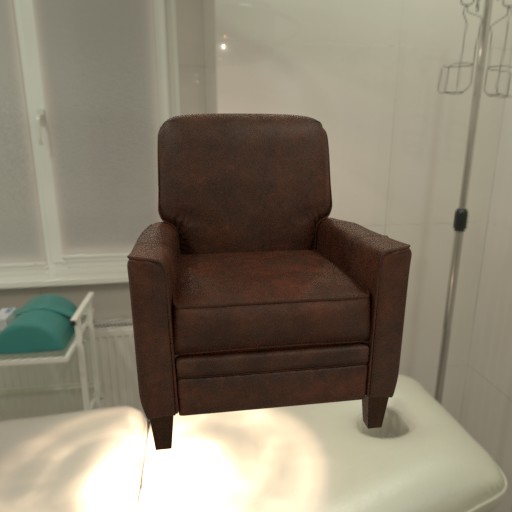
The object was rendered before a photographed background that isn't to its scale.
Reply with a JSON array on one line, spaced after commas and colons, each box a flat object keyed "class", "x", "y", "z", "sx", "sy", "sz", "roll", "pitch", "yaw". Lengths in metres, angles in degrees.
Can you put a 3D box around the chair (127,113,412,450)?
[{"class": "chair", "x": 0.000, "y": 0.000, "z": 1.656, "sx": 0.843, "sy": 1.043, "sz": 0.836, "roll": -2, "pitch": 16, "yaw": -8}]
